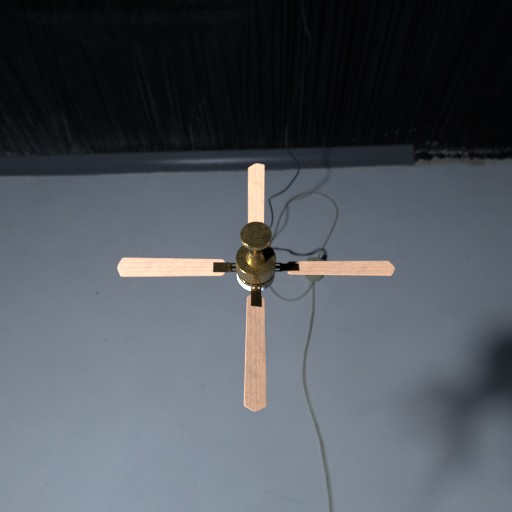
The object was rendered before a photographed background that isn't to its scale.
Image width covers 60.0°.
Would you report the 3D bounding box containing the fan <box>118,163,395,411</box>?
[{"bbox_3d":[0.000,0.000,2.022,1.320,0.355,1.320,0,59,0],"label":"fan"}]
